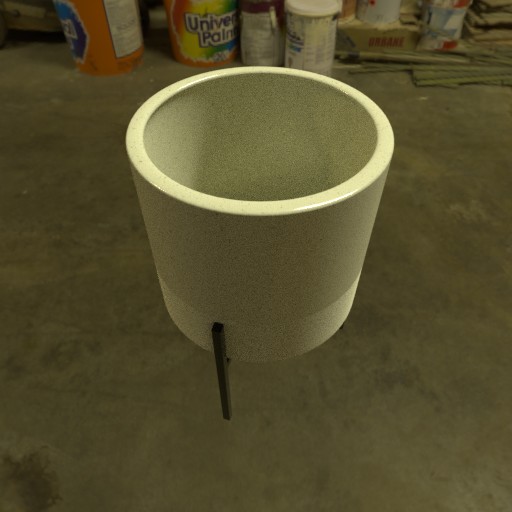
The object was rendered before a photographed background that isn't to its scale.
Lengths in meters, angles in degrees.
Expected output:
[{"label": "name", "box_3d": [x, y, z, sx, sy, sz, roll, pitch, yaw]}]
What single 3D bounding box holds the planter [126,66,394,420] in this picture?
[{"label": "planter", "box_3d": [0.000, 0.000, 0.341, 0.152, 0.230, 0.159, -32, 55, -26]}]
